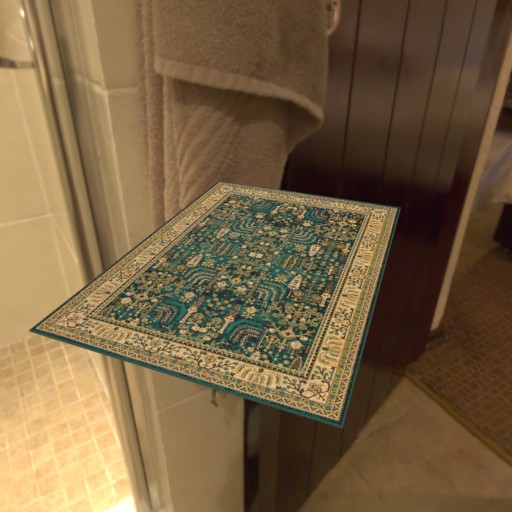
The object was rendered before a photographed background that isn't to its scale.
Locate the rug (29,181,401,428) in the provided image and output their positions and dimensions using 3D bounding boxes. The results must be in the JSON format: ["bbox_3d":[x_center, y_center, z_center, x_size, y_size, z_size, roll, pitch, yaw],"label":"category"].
[{"bbox_3d":[0.000,0.000,2.871,1.594,0.013,2.213,11,33,18],"label":"rug"}]
